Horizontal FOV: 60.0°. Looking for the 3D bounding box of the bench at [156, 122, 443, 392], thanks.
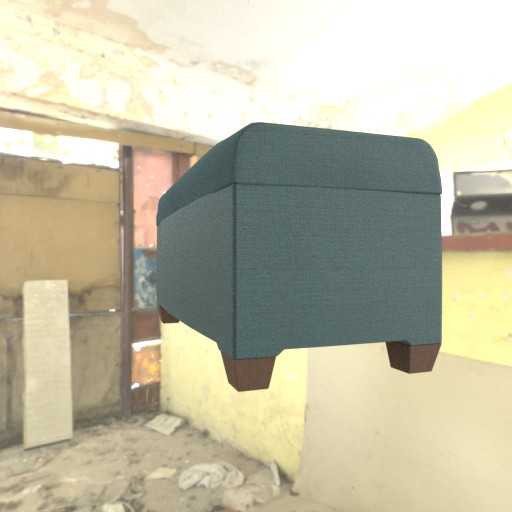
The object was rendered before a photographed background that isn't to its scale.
[{"bbox_3d":[0.000,0.000,1.264,0.476,0.474,0.995,0,-1,-20],"label":"bench"}]
